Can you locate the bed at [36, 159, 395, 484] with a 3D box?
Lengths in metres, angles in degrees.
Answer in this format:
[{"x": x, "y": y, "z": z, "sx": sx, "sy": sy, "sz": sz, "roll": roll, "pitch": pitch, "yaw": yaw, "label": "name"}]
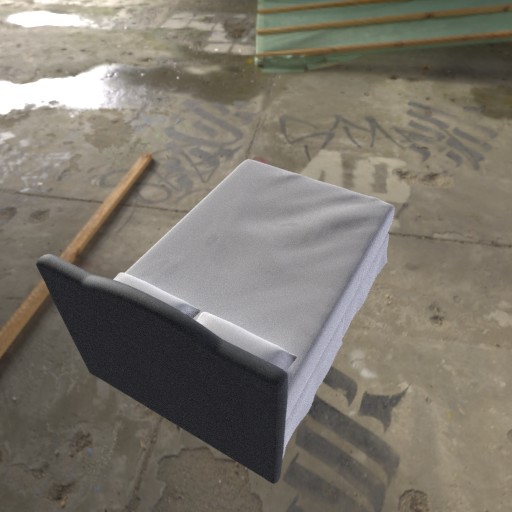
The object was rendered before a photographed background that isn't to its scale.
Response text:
[{"x": 0.000, "y": 0.000, "z": 3.582, "sx": 1.747, "sy": 1.441, "sz": 2.507, "roll": 22, "pitch": 49, "yaw": 21, "label": "bed"}]
